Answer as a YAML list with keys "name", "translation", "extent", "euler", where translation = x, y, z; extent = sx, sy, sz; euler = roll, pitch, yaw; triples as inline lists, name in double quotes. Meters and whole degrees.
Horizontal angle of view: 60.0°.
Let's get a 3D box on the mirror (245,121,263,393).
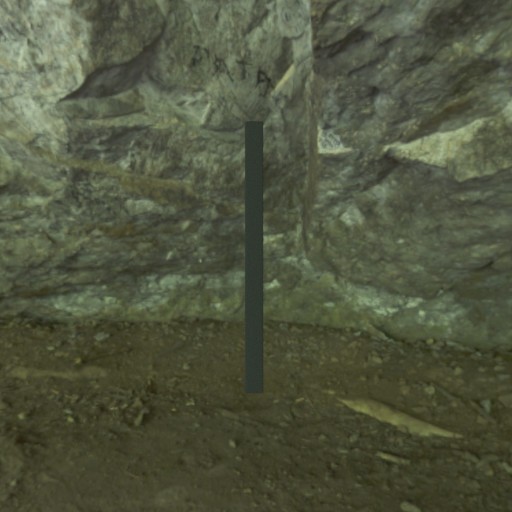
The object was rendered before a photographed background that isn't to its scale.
- name: "mirror"
  translation: [0.000, 0.000, 1.919]
  extent: [0.047, 0.692, 1.584]
  euler: [0, 0, 0]
